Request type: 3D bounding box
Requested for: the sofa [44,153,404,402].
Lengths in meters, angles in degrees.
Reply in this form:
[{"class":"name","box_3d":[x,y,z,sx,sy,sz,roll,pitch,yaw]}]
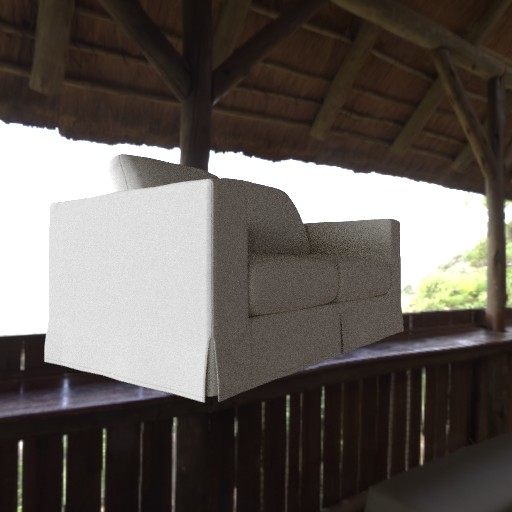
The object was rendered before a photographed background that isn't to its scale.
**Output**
[{"class":"sofa","box_3d":[0.000,0.000,2.382,1.009,0.932,1.813,-1,-1,36]}]
